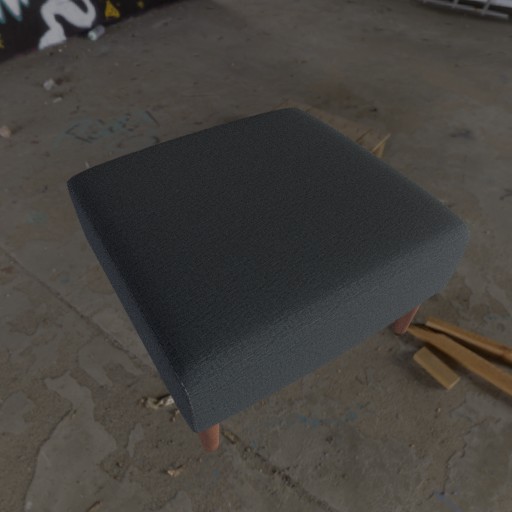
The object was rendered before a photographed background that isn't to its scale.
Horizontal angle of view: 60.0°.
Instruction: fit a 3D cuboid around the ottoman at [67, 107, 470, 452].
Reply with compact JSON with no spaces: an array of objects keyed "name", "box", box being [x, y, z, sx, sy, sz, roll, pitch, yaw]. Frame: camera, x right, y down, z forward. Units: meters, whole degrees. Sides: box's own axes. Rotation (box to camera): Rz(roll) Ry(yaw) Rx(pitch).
[{"name":"ottoman","box":[0.000,0.000,1.054,0.650,0.398,0.649,-24,50,-22]}]
